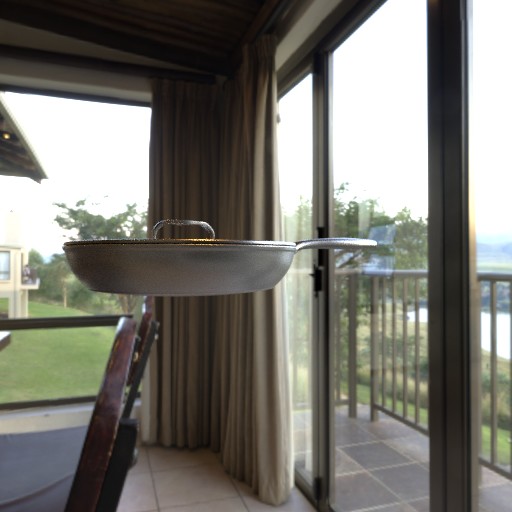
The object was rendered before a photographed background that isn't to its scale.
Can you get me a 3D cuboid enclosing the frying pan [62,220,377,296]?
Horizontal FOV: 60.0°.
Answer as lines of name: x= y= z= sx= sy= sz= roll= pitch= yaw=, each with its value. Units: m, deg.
frying pan: x=0.000 y=0.000 z=0.603 sx=0.490 sy=0.086 sz=0.272 roll=0 pitch=0 yaw=-37
